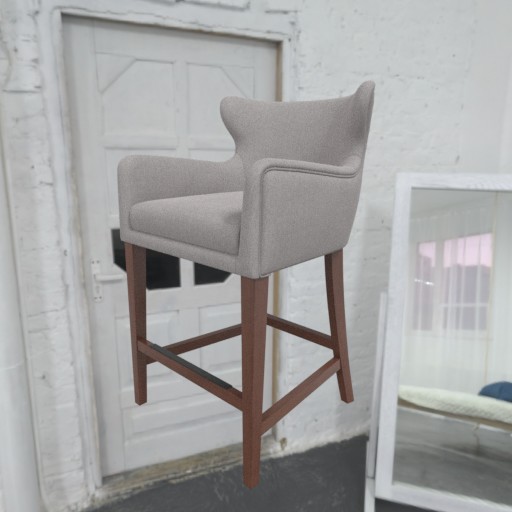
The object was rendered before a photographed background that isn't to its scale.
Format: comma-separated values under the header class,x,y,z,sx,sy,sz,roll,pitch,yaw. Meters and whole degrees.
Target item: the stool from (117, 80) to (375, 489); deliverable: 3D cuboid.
class,x,y,z,sx,sy,sz,roll,pitch,yaw
stool,0.000,0.000,1.310,0.575,0.951,0.575,14,19,43
